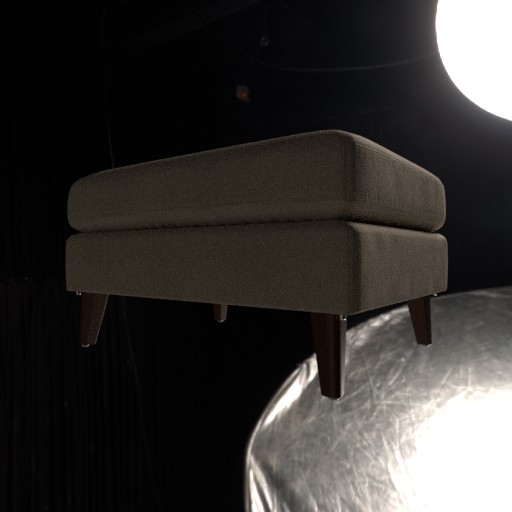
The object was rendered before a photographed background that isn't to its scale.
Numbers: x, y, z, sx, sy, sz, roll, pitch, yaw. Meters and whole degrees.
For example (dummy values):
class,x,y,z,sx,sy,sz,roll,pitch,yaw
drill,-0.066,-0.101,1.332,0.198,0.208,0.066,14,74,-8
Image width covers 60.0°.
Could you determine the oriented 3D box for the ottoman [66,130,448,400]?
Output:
class,x,y,z,sx,sy,sz,roll,pitch,yaw
ottoman,0.000,0.000,1.169,0.823,0.478,0.610,0,0,37
